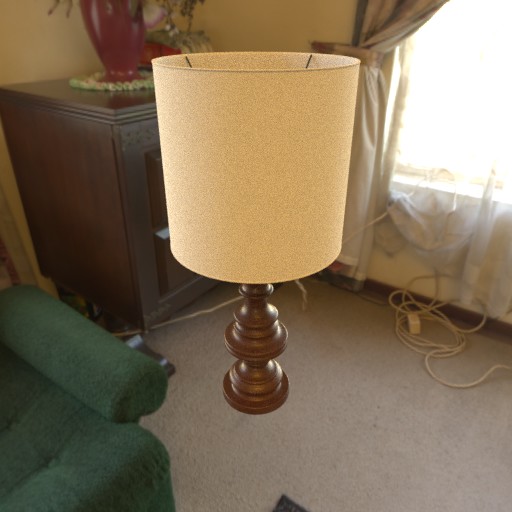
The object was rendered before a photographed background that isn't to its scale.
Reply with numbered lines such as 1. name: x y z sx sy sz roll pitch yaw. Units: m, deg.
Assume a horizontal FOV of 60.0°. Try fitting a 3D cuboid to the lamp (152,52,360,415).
1. lamp: 0.000 0.000 0.559 0.208 0.455 0.208 9 30 17
